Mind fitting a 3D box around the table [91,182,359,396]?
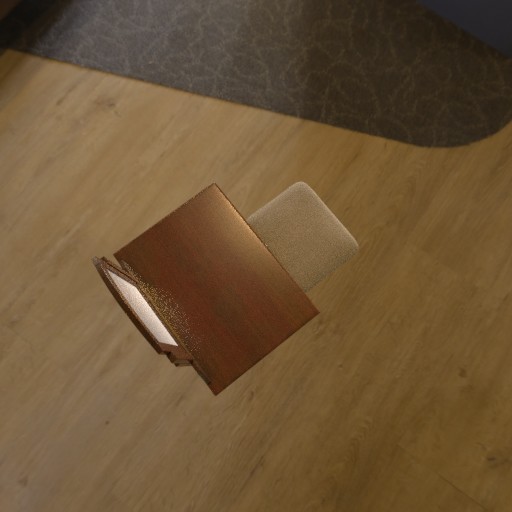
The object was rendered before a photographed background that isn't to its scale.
[{"bbox_3d":[0.000,0.000,2.345,1.211,1.631,0.876,-37,79,-8],"label":"table"}]
